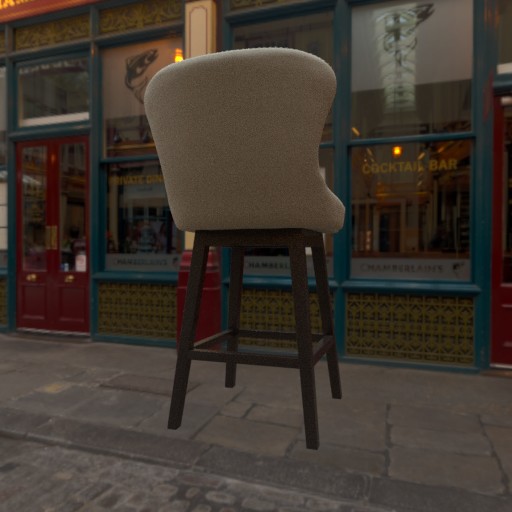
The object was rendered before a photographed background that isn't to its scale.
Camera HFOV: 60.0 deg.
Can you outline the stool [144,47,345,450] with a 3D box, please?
[{"bbox_3d":[0.000,0.000,1.317,0.528,0.971,0.593,0,0,19],"label":"stool"}]
